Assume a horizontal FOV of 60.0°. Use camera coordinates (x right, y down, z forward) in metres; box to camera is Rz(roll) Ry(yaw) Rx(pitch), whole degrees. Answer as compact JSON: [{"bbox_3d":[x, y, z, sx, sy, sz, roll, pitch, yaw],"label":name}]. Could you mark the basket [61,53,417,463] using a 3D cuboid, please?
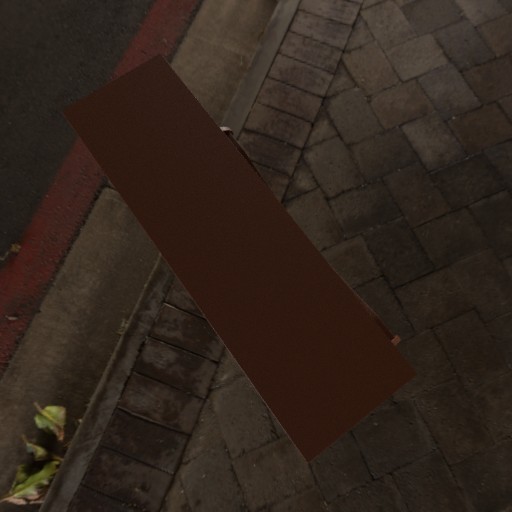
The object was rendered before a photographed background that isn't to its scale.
[{"bbox_3d":[0.000,0.000,1.120,0.376,0.625,0.792,-35,77,-9],"label":"basket"}]
